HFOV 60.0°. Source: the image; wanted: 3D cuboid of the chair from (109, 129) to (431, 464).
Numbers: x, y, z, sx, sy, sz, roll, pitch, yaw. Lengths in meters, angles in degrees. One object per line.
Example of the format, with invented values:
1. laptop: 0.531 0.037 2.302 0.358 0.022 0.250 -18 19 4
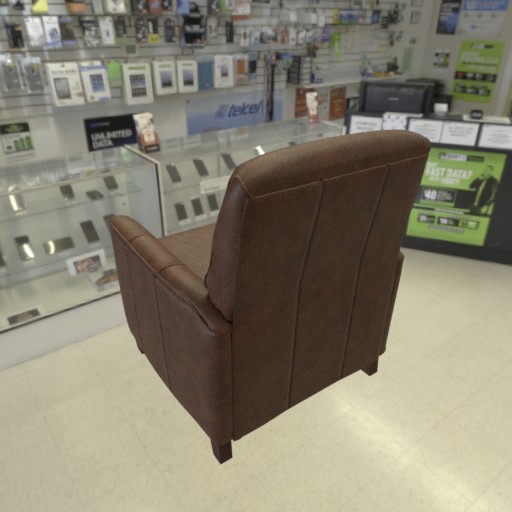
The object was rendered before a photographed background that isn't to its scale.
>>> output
1. chair: 0.000 0.000 1.616 0.839 1.010 0.850 -18 33 -30
